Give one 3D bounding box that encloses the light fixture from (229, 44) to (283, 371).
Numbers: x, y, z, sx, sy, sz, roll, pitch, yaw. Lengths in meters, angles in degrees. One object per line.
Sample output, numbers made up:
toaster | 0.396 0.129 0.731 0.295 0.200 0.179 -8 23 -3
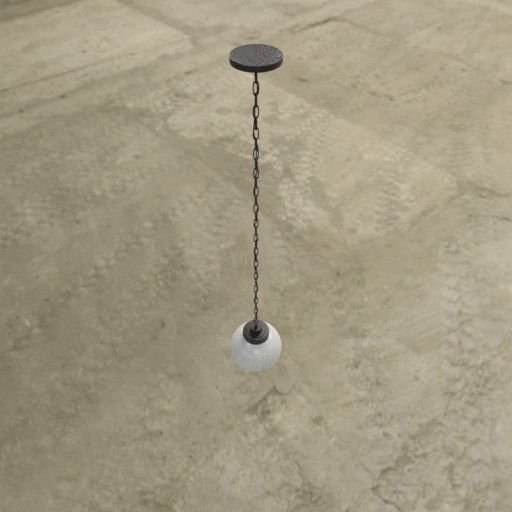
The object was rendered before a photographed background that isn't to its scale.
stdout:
light fixture | 0.000 0.000 2.087 0.304 1.867 0.305 -9 47 -9
